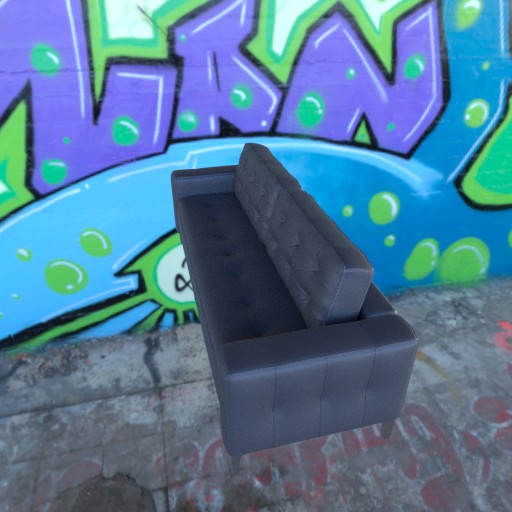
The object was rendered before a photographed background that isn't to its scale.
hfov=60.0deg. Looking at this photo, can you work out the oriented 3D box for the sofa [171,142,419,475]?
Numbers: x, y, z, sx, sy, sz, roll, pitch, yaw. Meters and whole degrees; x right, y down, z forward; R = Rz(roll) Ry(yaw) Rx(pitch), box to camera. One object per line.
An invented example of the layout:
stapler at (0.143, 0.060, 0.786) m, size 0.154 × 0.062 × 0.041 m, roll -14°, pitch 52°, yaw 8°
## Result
sofa at (0.000, 0.000, 2.738) m, size 0.833 × 0.893 × 2.275 m, roll -8°, pitch 32°, yaw -12°
